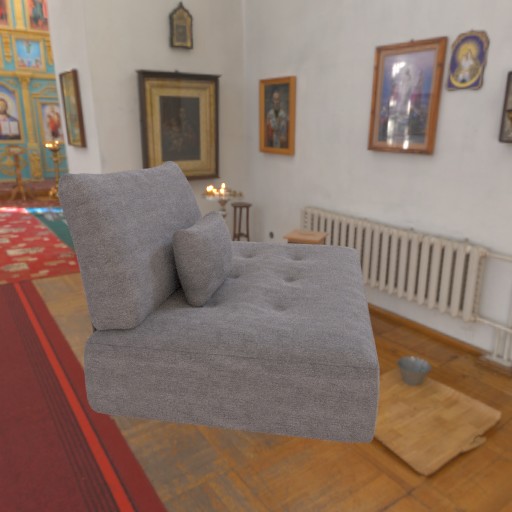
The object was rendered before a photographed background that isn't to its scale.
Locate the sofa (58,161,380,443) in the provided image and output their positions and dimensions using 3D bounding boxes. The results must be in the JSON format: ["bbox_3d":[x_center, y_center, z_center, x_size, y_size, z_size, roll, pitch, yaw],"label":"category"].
[{"bbox_3d":[0.000,0.000,1.999,1.002,0.820,1.450,3,15,10],"label":"sofa"}]
